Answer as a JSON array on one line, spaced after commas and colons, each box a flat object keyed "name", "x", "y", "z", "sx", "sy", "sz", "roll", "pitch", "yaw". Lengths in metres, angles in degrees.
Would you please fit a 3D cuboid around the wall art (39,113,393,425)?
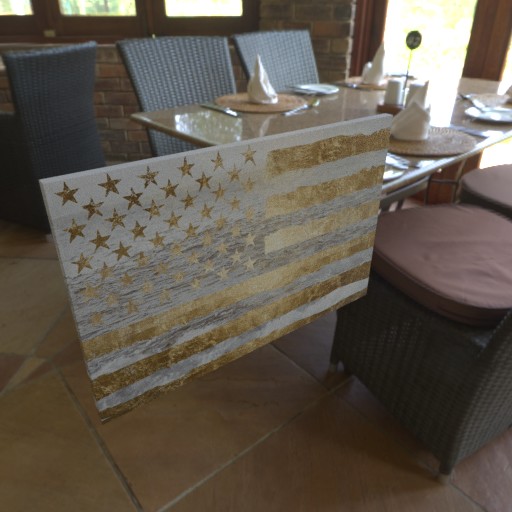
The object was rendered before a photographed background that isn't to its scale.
[{"name": "wall art", "x": 0.000, "y": 0.000, "z": 1.163, "sx": 0.932, "sy": 0.610, "sz": 0.027, "roll": -20, "pitch": 35, "yaw": -31}]
